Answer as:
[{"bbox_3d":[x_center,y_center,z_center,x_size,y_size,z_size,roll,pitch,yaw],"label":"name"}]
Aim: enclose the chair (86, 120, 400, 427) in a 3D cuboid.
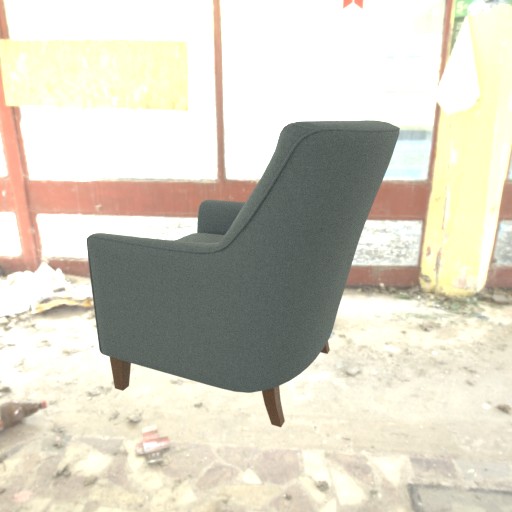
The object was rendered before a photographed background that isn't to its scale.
[{"bbox_3d":[0.000,0.000,1.565,0.879,0.916,0.756,8,19,24],"label":"chair"}]
